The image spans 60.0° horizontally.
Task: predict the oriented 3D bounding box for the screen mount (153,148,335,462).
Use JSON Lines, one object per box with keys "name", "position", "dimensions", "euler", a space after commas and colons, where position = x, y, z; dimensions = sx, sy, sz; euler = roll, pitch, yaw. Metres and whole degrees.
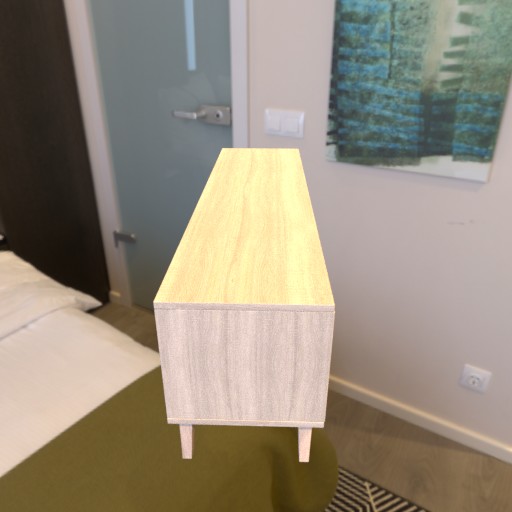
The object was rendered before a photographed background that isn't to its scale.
{"name": "screen mount", "position": [0.000, 0.000, 1.748], "dimensions": [0.401, 0.509, 1.500], "euler": [1, 26, 2]}
